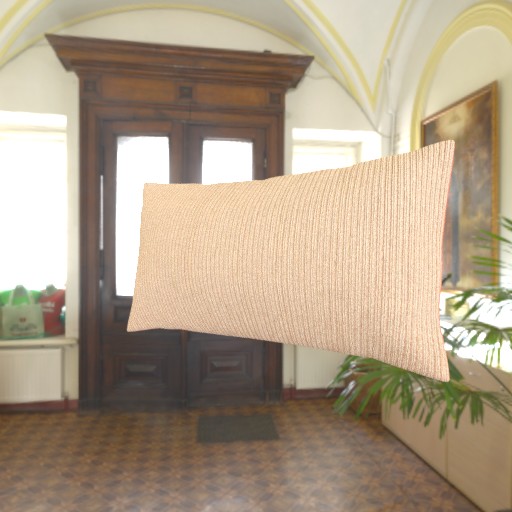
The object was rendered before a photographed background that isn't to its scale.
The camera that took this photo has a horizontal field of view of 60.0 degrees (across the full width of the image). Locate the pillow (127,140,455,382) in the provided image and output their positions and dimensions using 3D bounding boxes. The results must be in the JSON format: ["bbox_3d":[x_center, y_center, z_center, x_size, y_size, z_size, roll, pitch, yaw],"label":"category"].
[{"bbox_3d":[0.000,0.000,0.733,0.608,0.307,0.155,0,1,35],"label":"pillow"}]
